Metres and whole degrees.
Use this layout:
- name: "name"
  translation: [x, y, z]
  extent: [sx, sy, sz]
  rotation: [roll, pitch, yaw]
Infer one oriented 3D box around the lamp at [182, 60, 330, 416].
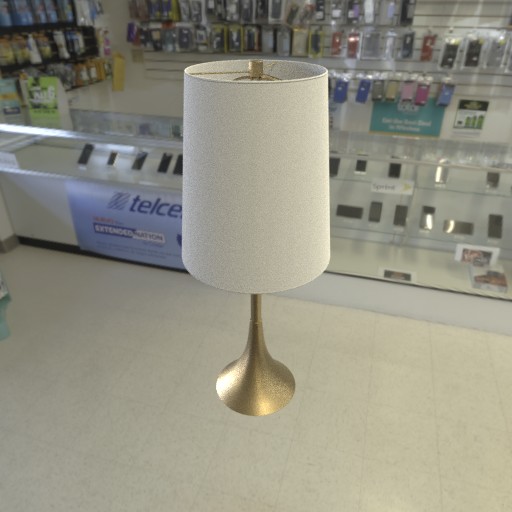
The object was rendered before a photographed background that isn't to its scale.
- name: "lamp"
  translation: [0.000, 0.000, 0.701]
  extent: [0.231, 0.569, 0.231]
  rotation: [0, 31, 0]
